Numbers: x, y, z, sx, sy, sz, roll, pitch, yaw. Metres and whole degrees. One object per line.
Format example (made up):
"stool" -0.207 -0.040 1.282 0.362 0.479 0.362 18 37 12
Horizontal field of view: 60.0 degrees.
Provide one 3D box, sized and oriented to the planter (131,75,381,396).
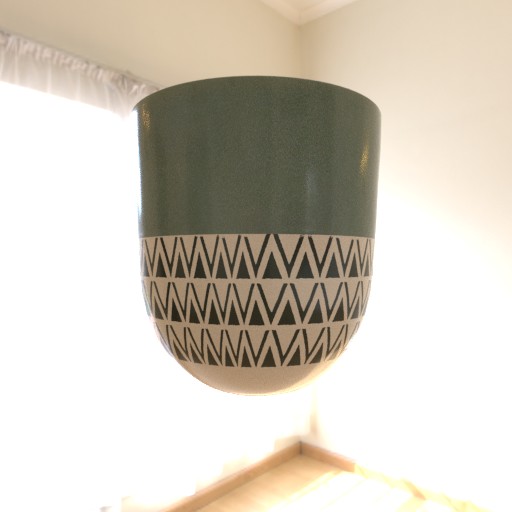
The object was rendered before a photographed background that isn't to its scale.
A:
"planter" 0.000 0.000 0.362 0.198 0.214 0.198 0 -1 0
